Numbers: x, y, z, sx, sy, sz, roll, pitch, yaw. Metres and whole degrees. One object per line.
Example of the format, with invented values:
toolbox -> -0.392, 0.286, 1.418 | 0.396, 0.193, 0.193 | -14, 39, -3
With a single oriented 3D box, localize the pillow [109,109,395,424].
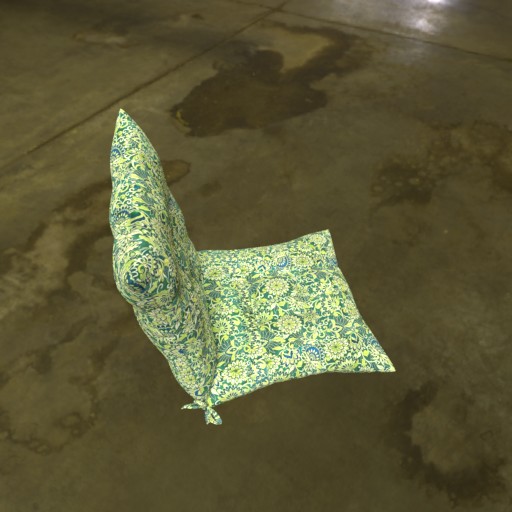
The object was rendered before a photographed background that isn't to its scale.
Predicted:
pillow -> 0.000, 0.000, 1.032 | 0.585, 0.536, 0.541 | -9, 48, -9
